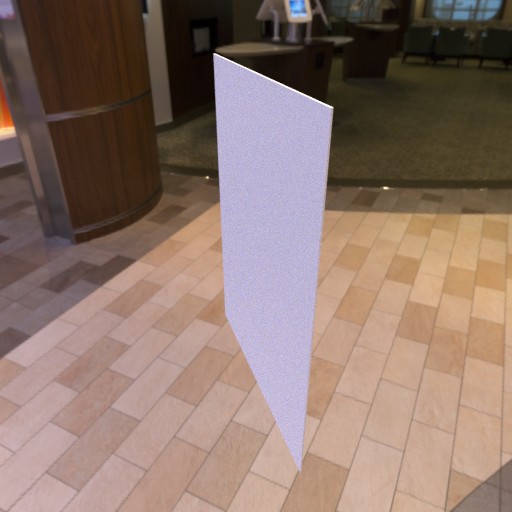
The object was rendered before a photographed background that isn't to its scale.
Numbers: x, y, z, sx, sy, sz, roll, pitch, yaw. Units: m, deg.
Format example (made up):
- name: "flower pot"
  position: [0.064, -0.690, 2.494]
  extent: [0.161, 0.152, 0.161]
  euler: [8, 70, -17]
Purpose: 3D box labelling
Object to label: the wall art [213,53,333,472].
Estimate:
- name: "wall art"
  position: [0.000, 0.000, 0.789]
  extent: [0.003, 0.610, 0.457]
  euler: [-10, 33, -17]
